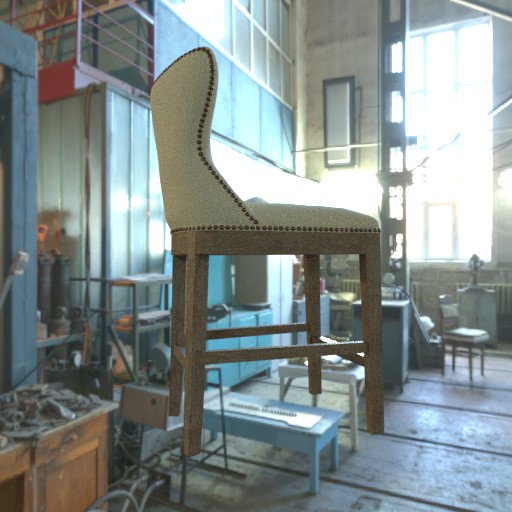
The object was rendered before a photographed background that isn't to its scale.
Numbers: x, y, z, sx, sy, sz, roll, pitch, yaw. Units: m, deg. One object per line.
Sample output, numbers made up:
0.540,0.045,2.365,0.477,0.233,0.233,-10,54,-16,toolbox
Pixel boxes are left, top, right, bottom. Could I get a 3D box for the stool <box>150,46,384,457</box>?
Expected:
0.000,0.000,1.309,0.608,0.981,0.498,0,0,-19,stool
